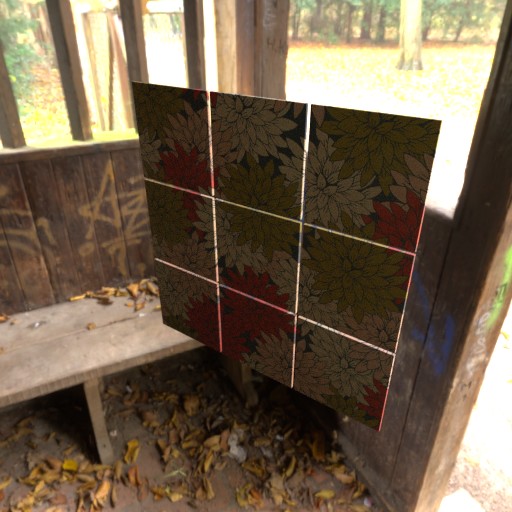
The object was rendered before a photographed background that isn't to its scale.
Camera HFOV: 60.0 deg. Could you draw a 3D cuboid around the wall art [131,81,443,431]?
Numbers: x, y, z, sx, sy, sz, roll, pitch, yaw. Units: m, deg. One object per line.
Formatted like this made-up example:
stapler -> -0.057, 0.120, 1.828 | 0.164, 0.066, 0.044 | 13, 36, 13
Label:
wall art -> 0.000, 0.000, 1.776 | 1.206, 1.218, 0.013 | 19, 35, 30
